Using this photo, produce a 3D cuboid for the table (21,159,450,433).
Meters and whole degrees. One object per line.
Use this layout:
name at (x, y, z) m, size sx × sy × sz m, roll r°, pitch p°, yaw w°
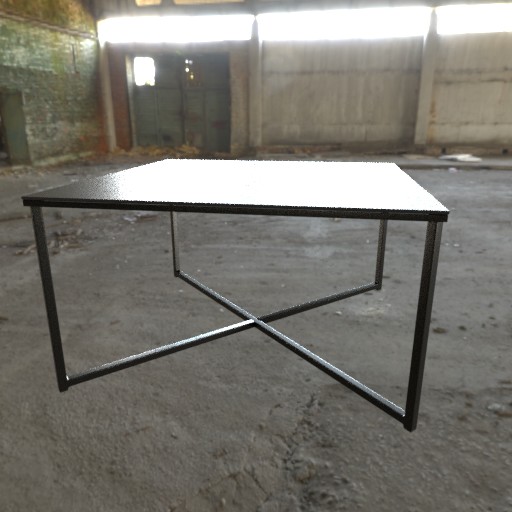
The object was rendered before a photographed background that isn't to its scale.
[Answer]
table at (0.000, 0.000, 1.250) m, size 0.800 × 0.450 × 0.800 m, roll 3°, pitch 18°, yaw 10°
